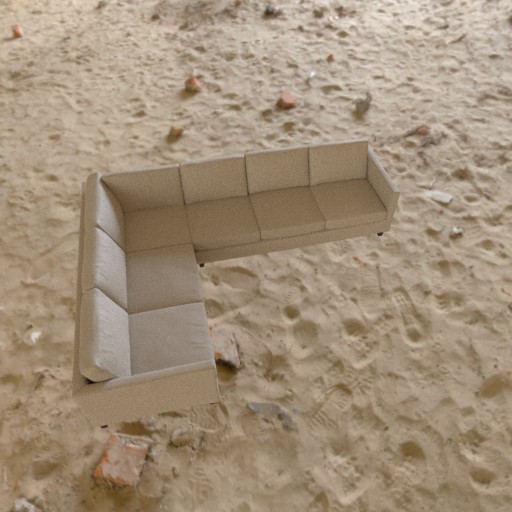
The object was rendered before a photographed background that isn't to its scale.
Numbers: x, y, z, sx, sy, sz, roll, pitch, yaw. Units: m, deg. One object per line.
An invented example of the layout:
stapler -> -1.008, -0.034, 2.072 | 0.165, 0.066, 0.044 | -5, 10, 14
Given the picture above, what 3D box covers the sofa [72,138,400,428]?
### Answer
sofa -> 0.000, 0.000, 4.257 | 3.182, 0.863, 2.432 | -10, 49, -9
